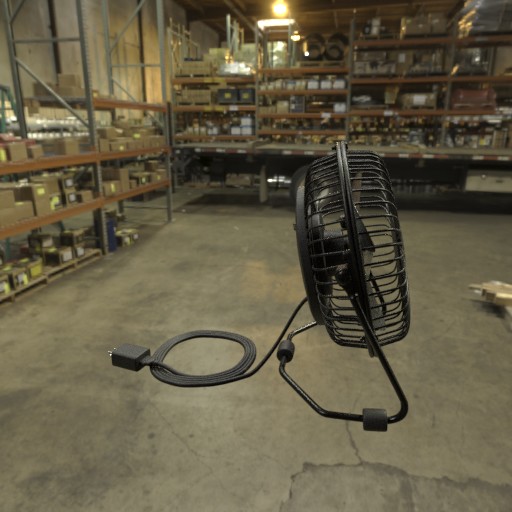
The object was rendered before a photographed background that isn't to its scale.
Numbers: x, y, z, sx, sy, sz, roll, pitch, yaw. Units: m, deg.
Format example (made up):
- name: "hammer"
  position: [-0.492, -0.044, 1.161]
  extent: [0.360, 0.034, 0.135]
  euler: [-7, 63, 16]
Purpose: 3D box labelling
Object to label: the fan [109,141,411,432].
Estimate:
- name: "fan"
  position: [0.000, 0.000, 0.301]
  extent: [0.202, 0.152, 0.153]
  euler: [3, 17, 11]
